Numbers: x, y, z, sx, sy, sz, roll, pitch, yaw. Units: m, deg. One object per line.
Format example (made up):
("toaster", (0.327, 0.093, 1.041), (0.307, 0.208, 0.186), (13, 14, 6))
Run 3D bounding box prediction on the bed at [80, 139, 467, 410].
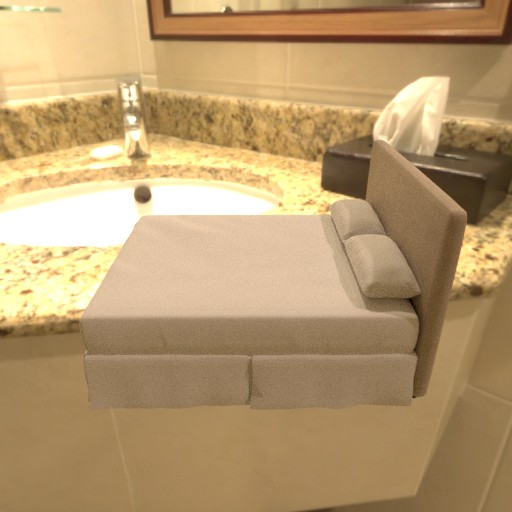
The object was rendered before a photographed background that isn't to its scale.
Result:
("bed", (0.000, 0.000, 3.219), (2.162, 1.330, 1.713), (0, 27, 0))
